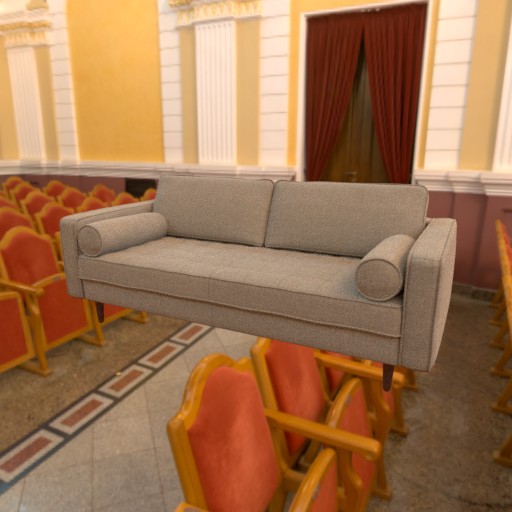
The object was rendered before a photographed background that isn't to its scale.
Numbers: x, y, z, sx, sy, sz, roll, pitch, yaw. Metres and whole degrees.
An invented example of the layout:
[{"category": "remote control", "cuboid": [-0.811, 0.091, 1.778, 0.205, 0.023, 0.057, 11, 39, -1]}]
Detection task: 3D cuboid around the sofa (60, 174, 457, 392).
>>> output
[{"category": "sofa", "cuboid": [0.000, 0.000, 2.318, 1.879, 0.762, 0.914, 7, 16, 26]}]
